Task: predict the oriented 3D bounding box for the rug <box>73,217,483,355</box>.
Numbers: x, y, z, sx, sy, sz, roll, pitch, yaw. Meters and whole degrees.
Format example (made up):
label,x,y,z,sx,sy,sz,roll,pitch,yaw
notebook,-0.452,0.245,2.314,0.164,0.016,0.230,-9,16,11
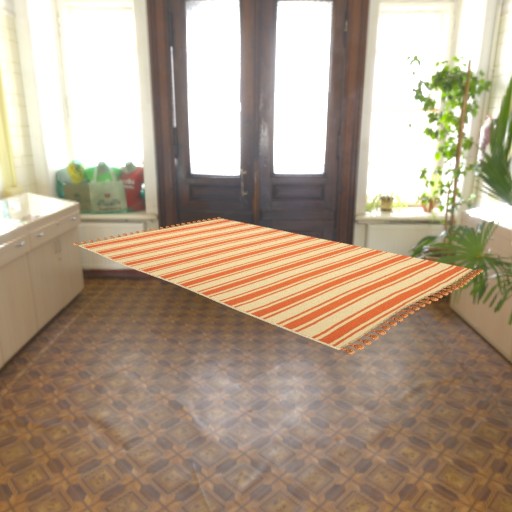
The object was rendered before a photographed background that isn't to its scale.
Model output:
label,x,y,z,sx,sy,sz,roll,pitch,yaw
rug,0.000,0.000,2.549,2.092,0.017,1.232,15,22,42
